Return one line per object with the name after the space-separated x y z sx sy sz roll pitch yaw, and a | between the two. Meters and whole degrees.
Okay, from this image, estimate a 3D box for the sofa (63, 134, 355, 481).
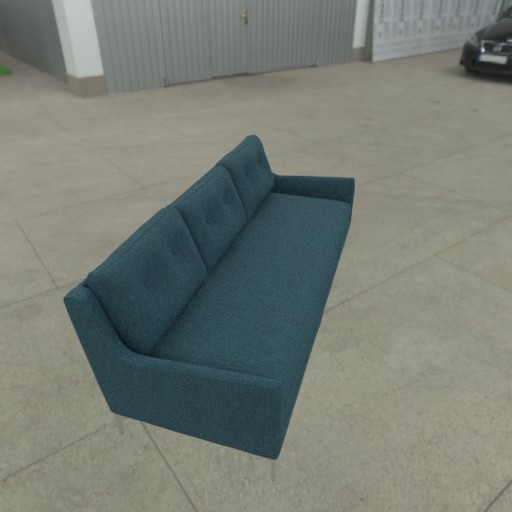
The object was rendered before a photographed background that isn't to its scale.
0.000 0.000 2.513 0.849 0.837 2.060 10 33 15 | sofa
